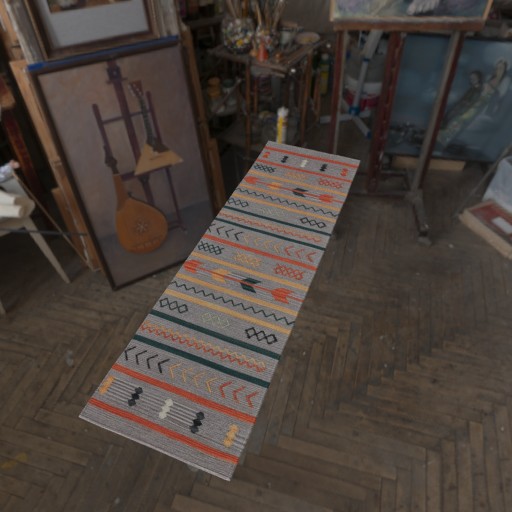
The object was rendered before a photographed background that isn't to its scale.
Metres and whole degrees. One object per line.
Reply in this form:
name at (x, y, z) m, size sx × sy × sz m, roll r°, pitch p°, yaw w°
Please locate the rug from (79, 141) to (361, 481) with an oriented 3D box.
rug at (0.000, 0.000, 2.654) m, size 0.744 × 0.022 × 2.419 m, roll 16°, pitch 49°, yaw 15°
